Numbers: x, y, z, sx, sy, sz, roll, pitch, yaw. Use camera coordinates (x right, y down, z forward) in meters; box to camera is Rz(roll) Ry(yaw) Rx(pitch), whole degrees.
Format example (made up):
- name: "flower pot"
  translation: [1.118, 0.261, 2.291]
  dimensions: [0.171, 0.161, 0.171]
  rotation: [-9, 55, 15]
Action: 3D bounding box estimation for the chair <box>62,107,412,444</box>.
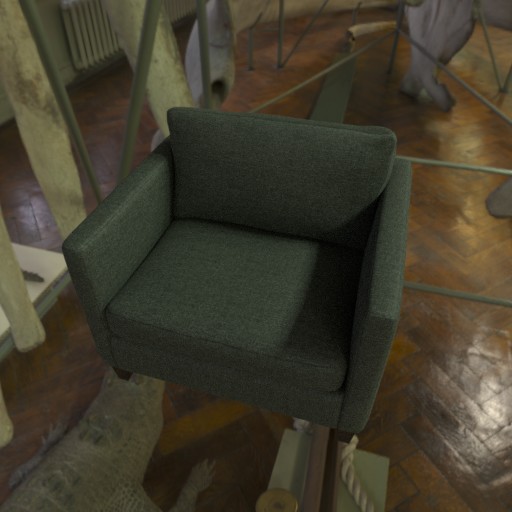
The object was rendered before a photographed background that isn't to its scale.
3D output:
- name: "chair"
  translation: [0.000, 0.000, 1.808]
  dimensions: [1.107, 0.963, 0.959]
  rotation: [11, 42, 13]
